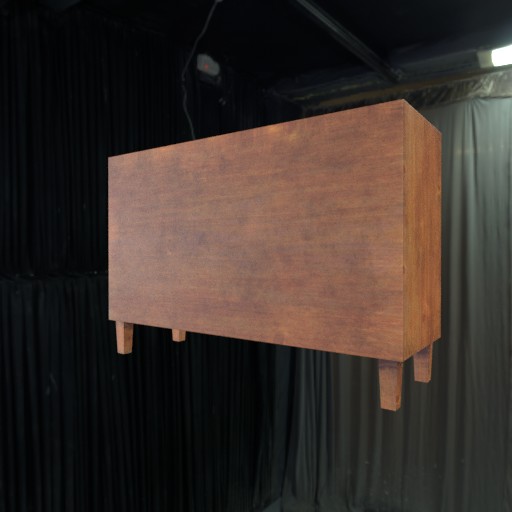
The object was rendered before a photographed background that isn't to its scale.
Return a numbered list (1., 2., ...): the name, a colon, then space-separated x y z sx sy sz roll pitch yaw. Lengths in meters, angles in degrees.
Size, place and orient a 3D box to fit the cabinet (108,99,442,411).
1. cabinet: 0.000 0.000 1.639 1.204 0.805 0.403 0 1 36
